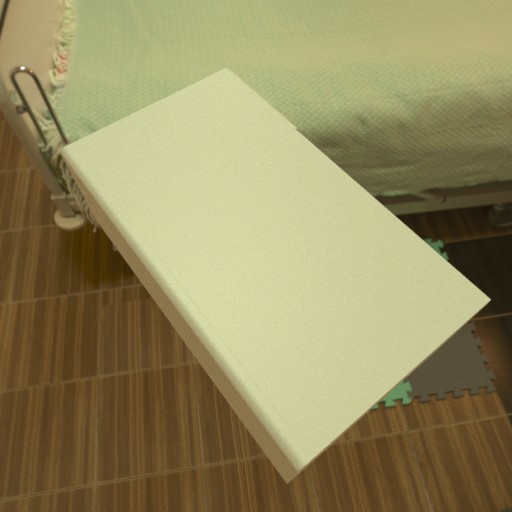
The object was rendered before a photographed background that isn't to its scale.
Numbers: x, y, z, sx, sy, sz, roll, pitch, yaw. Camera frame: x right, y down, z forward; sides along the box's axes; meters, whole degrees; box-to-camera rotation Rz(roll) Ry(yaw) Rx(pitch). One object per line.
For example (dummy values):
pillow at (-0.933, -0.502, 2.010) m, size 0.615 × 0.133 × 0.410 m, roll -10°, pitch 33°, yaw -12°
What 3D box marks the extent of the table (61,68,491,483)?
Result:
table at (0.000, 0.000, 1.389) m, size 0.639 × 0.442 × 1.097 m, roll -34°, pitch 65°, yaw -18°
